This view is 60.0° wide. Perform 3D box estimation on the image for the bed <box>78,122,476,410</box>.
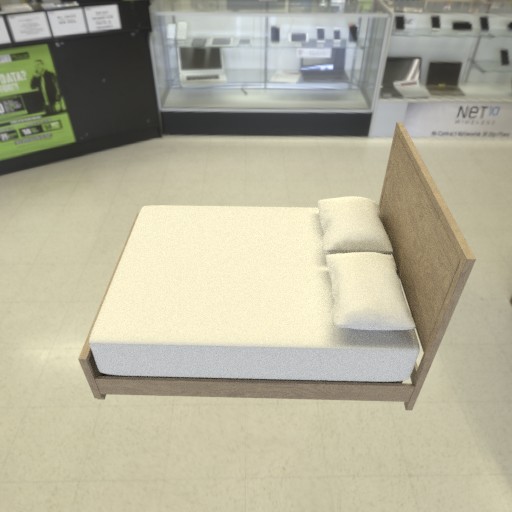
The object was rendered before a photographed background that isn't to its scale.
[{"bbox_3d":[0.000,0.000,3.238,2.189,1.369,1.606,1,40,1],"label":"bed"}]
